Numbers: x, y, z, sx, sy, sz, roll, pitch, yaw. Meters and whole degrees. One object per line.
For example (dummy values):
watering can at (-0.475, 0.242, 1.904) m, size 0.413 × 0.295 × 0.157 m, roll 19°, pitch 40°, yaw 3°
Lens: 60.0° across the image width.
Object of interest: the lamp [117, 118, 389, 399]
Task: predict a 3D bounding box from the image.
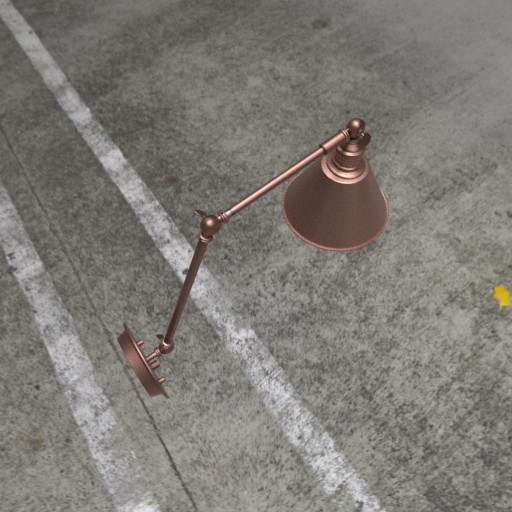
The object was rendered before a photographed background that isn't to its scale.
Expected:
lamp at (0.000, 0.000, 0.886) m, size 0.624 × 0.502 × 0.223 m, roll -31°, pitch 64°, yaw -17°
